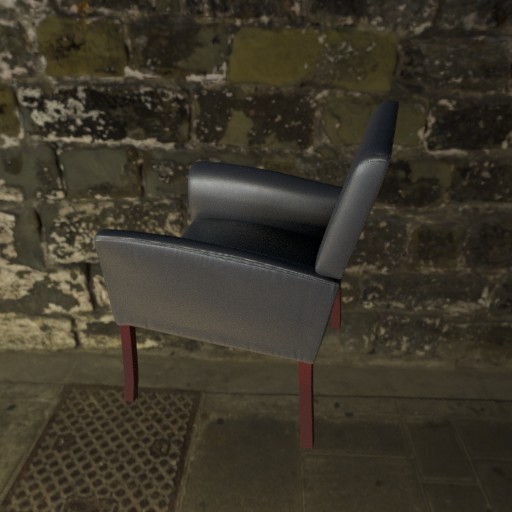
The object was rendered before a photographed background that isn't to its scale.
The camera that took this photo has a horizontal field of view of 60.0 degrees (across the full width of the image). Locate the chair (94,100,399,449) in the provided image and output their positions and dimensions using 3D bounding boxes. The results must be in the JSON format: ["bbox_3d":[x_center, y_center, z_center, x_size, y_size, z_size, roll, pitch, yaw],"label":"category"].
[{"bbox_3d":[0.000,0.000,1.495,0.772,0.951,0.683,9,31,15],"label":"chair"}]
